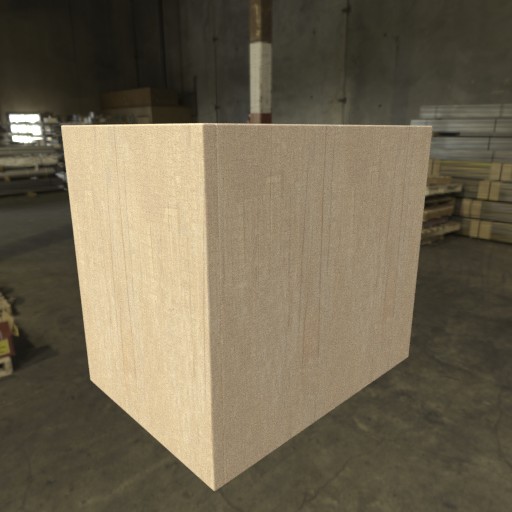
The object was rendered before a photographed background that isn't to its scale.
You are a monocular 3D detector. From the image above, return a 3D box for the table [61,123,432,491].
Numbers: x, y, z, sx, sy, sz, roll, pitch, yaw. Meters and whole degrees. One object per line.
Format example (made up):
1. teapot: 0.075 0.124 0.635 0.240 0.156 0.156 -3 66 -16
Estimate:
1. table: 0.000 0.000 0.904 0.570 0.510 0.420 -15 22 -42
